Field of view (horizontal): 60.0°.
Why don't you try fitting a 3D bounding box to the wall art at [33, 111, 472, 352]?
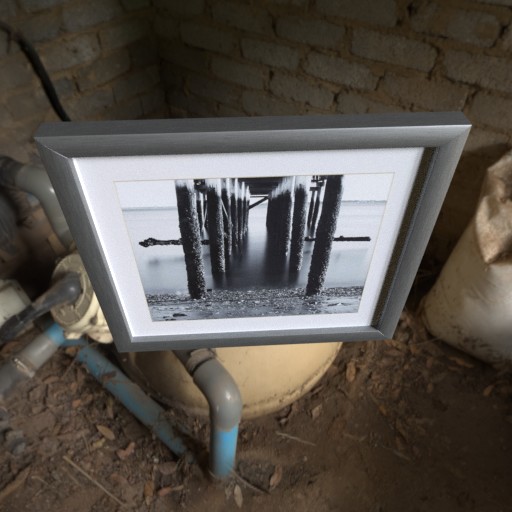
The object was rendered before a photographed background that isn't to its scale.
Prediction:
[{"bbox_3d":[0.000,0.000,0.508,0.380,0.330,0.028,-2,45,-2],"label":"wall art"}]
